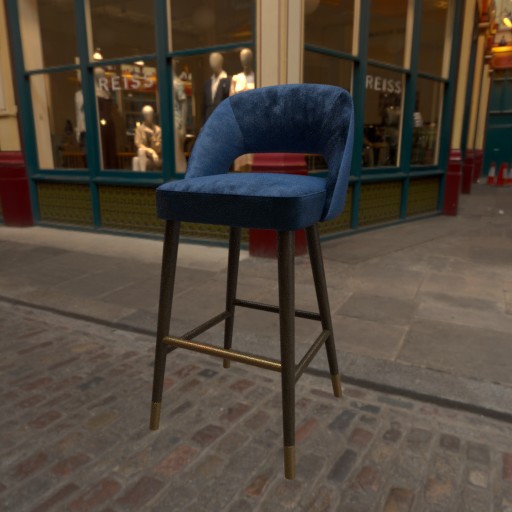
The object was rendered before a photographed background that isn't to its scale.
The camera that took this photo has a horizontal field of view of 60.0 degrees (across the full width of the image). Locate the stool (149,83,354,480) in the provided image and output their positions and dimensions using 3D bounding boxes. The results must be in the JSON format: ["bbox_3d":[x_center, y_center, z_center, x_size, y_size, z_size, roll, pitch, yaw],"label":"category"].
[{"bbox_3d":[0.000,0.000,1.326,0.514,1.016,0.515,7,16,26],"label":"stool"}]
